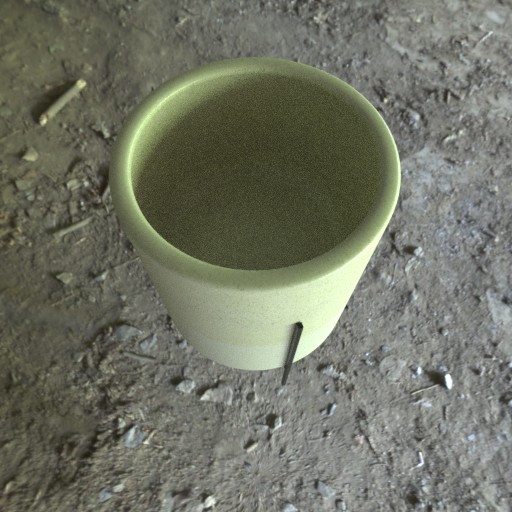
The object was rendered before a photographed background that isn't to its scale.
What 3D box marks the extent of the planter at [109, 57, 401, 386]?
[{"bbox_3d":[0.000,0.000,0.705,0.324,0.483,0.333,-17,65,-8],"label":"planter"}]
